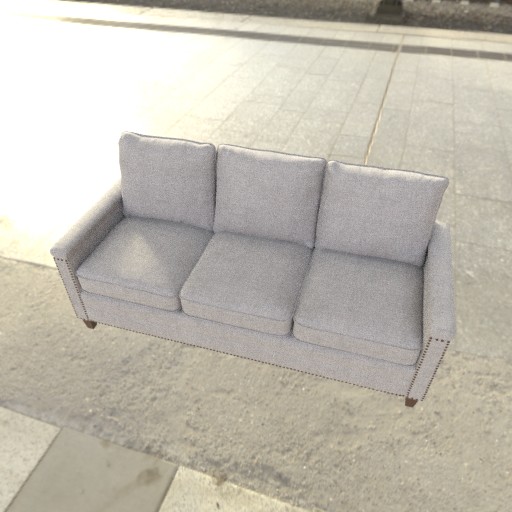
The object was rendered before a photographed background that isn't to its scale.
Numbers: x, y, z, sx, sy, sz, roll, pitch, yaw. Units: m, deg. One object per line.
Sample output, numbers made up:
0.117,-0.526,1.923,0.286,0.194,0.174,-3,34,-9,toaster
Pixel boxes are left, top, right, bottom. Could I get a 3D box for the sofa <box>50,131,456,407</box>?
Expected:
0.000,0.000,2.371,1.925,0.959,0.828,11,42,12,sofa
